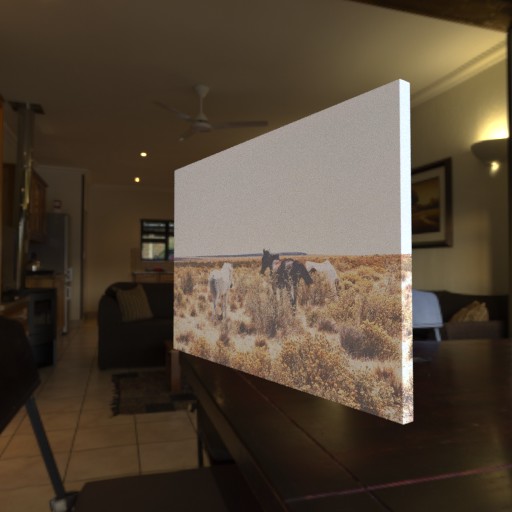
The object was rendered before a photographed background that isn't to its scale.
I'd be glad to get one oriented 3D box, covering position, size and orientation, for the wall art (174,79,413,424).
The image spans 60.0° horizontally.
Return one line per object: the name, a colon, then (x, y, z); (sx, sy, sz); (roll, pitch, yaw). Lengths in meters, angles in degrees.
wall art: (0.000, 0.000, 1.930); (0.051, 1.016, 1.520); (1, -2, -36)
